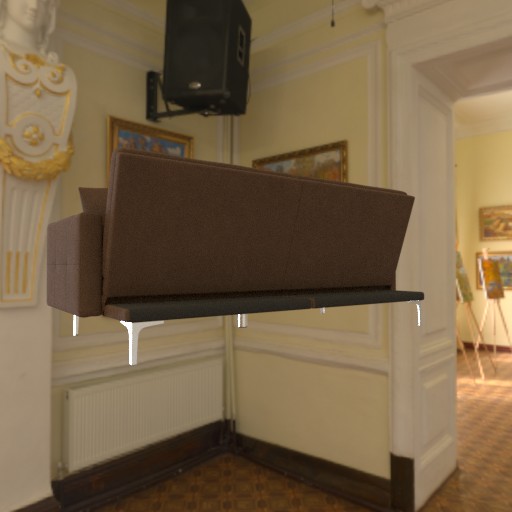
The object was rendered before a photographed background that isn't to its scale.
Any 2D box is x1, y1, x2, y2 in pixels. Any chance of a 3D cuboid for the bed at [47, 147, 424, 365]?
[{"bbox_3d":[0.000,0.000,2.373,1.905,0.787,0.889,1,-1,-36],"label":"bed"}]
